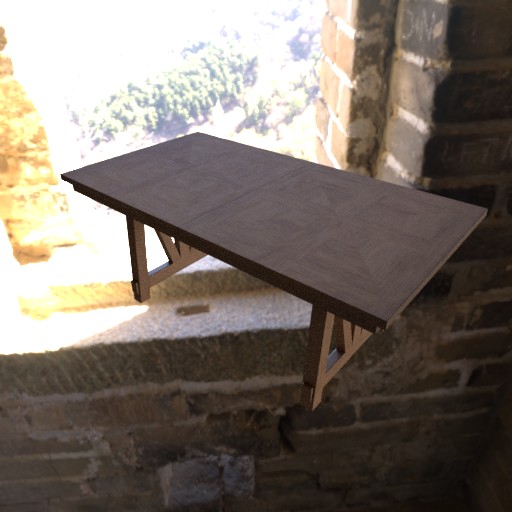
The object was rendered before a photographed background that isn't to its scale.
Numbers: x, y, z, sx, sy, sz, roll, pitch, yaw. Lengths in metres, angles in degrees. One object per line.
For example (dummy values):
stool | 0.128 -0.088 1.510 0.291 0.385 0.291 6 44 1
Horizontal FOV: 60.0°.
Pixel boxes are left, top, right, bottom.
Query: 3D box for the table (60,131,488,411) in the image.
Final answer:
table | 0.000 0.000 2.384 1.881 0.768 1.016 24 39 33
